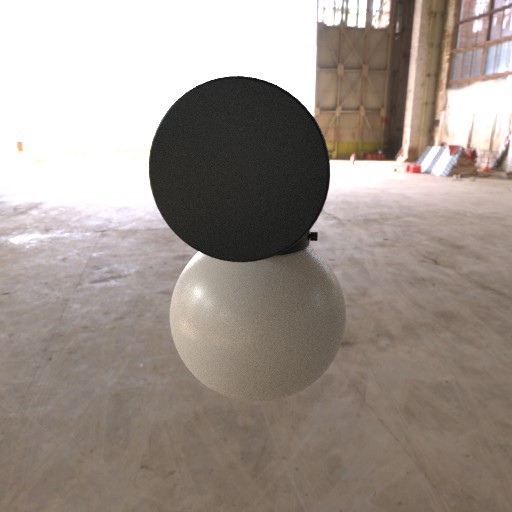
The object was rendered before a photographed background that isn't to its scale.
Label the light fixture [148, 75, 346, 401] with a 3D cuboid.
[{"bbox_3d":[0.000,0.000,0.468,0.197,0.332,0.230,2,16,7],"label":"light fixture"}]
